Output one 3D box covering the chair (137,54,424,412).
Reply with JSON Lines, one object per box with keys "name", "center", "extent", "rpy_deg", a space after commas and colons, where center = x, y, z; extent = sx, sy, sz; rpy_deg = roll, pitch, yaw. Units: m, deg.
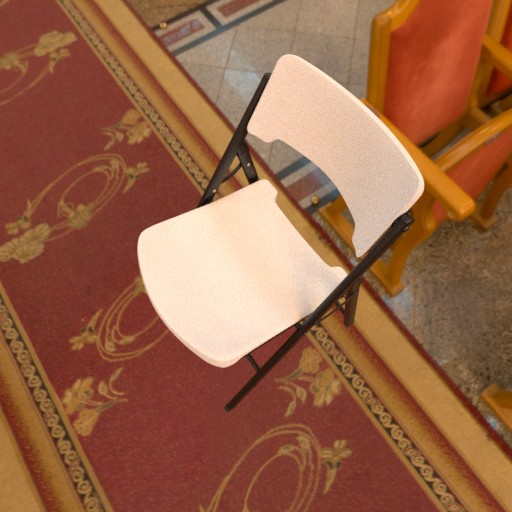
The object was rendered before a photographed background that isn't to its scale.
{"name": "chair", "center": [0.000, 0.000, 1.158], "extent": [0.577, 0.765, 0.482], "rpy_deg": [-32, 68, -14]}
